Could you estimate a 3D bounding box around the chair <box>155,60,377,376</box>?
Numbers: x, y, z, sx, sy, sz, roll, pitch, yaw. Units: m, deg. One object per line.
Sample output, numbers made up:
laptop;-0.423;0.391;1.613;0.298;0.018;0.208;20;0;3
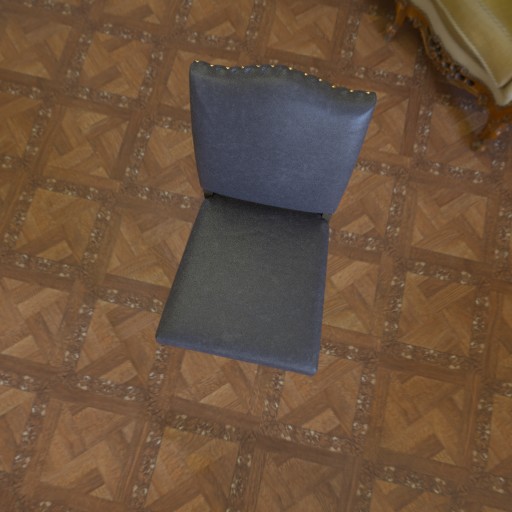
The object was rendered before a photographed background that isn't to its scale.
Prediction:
chair;0.000;0.000;1.366;0.500;0.991;0.633;11;76;3
